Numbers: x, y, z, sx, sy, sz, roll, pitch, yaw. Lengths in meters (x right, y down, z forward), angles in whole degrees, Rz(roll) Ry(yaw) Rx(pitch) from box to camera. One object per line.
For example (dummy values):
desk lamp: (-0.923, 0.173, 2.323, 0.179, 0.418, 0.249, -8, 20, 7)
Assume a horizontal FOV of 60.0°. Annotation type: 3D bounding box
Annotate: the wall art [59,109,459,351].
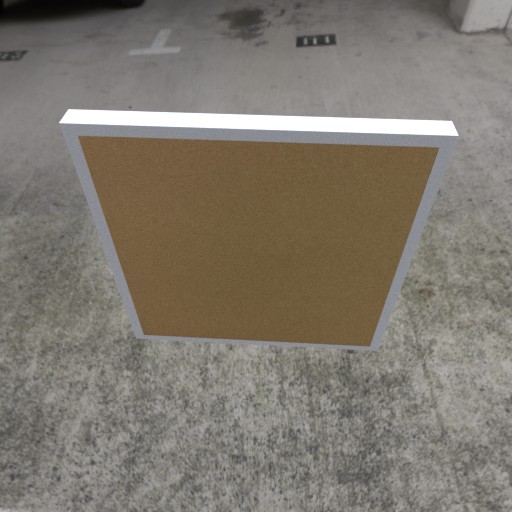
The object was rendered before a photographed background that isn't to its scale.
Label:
wall art: (0.000, 0.000, 0.759, 0.508, 0.507, 0.035, 2, 47, 2)
